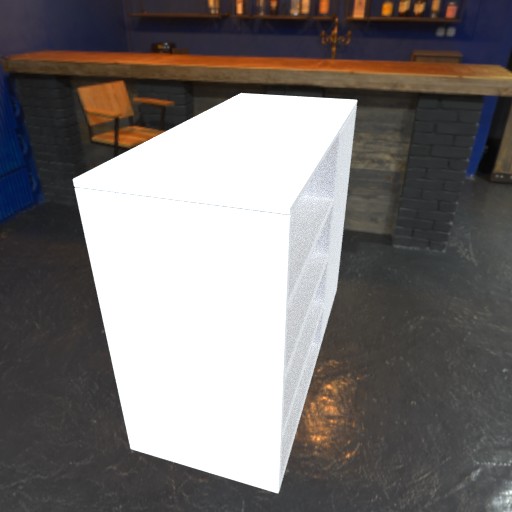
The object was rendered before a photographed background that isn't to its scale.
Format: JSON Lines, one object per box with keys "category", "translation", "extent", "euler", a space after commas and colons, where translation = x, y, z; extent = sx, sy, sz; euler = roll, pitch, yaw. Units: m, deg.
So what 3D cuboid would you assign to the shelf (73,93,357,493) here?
{"category": "shelf", "translation": [0.000, 0.000, 1.282], "extent": [0.396, 0.732, 0.895], "euler": [9, 31, 15]}
